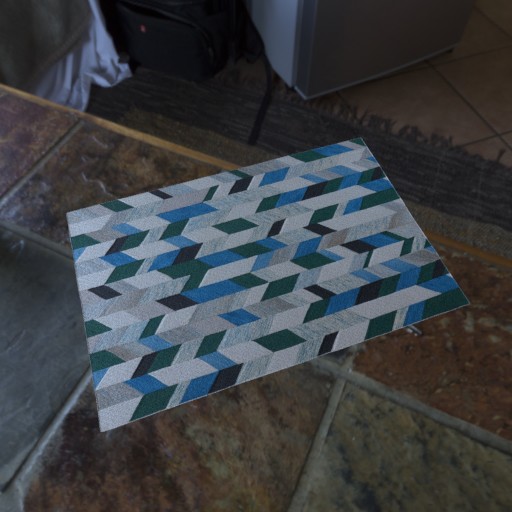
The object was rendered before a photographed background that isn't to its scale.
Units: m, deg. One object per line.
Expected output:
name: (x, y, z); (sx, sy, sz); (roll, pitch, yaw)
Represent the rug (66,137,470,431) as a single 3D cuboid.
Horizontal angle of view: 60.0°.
rug: (0.000, 0.000, 2.340); (1.827, 0.005, 1.229); (-17, 60, -10)
